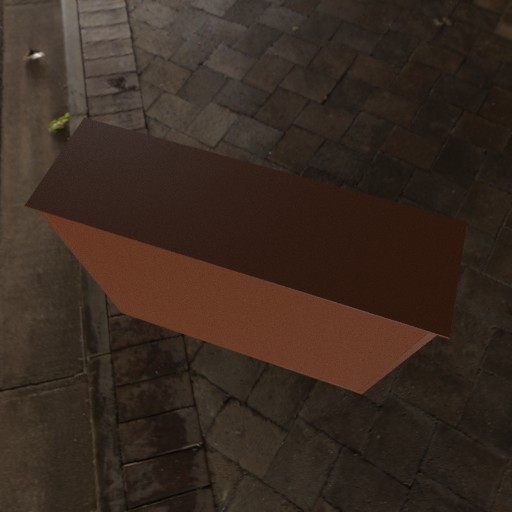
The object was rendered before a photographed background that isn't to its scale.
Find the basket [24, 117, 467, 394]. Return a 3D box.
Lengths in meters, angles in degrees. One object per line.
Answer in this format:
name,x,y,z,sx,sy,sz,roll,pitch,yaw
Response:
basket,0.000,0.000,1.135,0.792,0.625,0.376,17,65,8
